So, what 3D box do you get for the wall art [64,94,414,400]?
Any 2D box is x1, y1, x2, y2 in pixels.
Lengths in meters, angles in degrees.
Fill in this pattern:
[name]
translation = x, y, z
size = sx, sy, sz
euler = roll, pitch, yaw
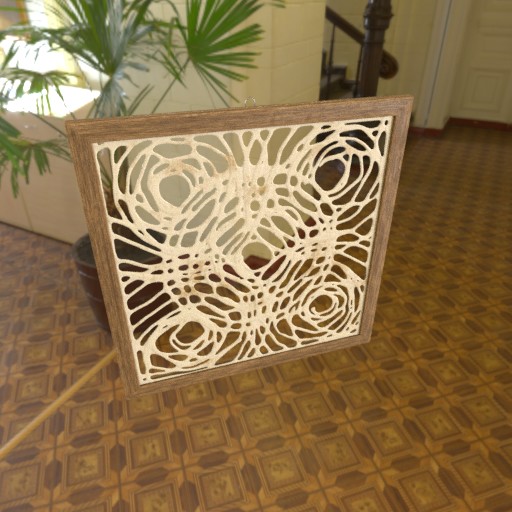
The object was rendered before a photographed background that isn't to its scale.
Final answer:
[wall art]
translation = 0.000, 0.000, 0.834
size = 0.561, 0.576, 0.021
euler = -10, 33, -15
